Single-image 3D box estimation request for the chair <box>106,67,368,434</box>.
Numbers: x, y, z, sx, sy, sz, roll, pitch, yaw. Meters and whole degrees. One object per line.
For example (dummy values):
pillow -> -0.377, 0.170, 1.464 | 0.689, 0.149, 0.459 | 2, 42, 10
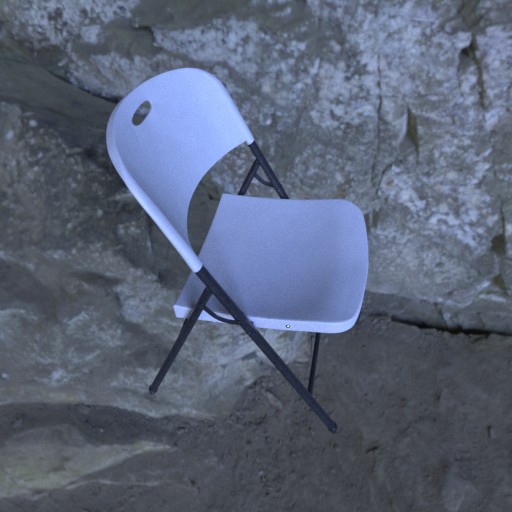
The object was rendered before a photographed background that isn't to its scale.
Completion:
chair -> 0.000, 0.000, 1.148 | 0.566, 0.810, 0.494 | 9, 47, 9
